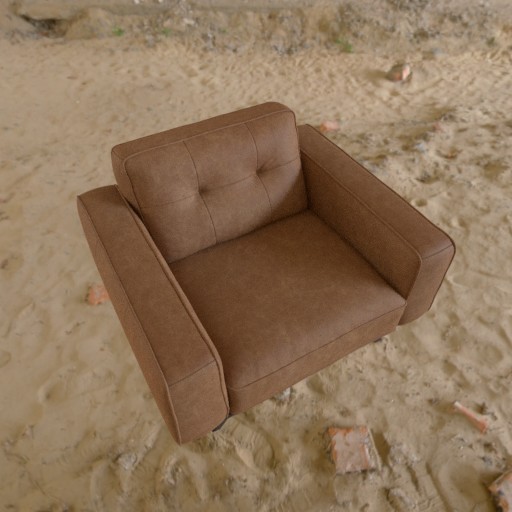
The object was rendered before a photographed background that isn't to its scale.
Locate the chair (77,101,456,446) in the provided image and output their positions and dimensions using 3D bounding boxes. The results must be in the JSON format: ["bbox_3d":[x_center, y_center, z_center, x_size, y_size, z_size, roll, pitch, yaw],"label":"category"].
[{"bbox_3d":[0.000,0.000,1.738,1.118,0.782,0.952,-23,51,-20],"label":"chair"}]
